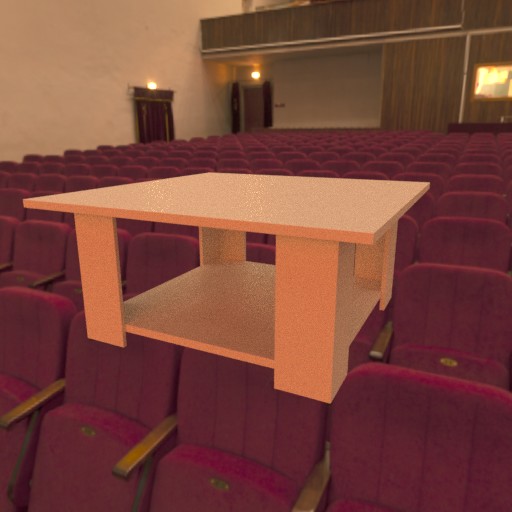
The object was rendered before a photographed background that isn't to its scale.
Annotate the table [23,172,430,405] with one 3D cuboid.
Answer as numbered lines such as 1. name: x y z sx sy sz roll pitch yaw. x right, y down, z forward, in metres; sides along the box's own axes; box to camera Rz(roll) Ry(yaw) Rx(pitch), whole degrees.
1. table: 0.000 0.000 1.040 0.670 0.305 0.670 8 17 25
